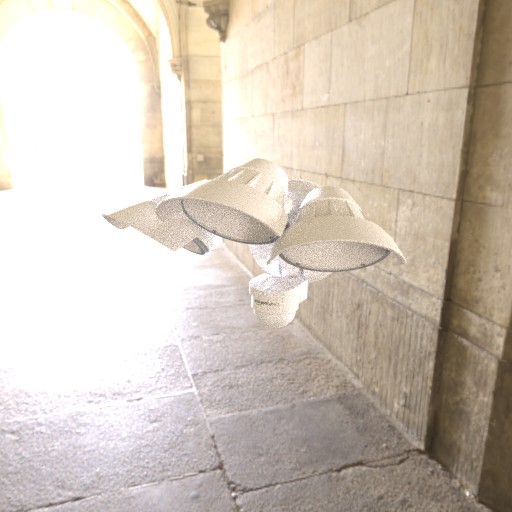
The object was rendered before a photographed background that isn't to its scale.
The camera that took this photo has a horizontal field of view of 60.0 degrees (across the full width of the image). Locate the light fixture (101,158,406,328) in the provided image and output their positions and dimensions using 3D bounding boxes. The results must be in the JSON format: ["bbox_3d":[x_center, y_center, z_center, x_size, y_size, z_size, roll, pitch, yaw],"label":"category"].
[{"bbox_3d":[0.000,0.000,0.551,0.369,0.237,0.278,8,17,26],"label":"light fixture"}]
